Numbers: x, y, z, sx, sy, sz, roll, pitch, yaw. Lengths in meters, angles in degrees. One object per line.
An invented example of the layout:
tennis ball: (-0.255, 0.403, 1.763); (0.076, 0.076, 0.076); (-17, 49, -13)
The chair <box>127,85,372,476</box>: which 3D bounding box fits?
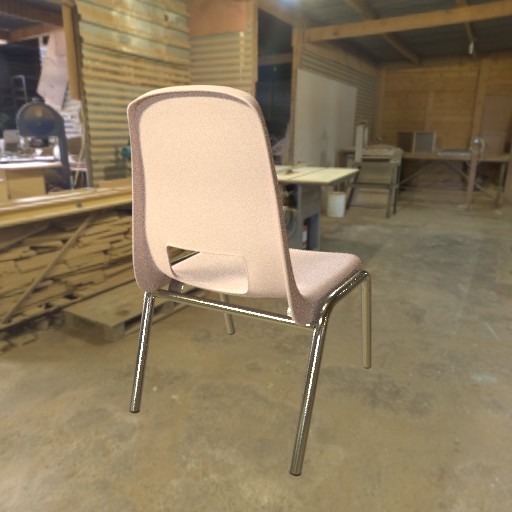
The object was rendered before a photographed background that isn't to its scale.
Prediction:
chair: (0.000, 0.000, 0.783); (0.354, 0.537, 0.385); (8, 18, 27)
